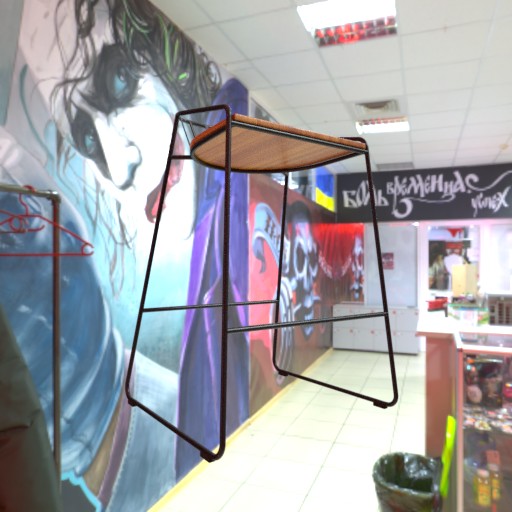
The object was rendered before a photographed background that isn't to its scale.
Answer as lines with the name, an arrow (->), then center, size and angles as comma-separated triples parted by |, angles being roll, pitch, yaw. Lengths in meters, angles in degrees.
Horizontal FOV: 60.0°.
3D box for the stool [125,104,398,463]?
stool -> 0.000, 0.000, 1.204 | 0.546, 0.812, 0.521 | 0, -1, -36
